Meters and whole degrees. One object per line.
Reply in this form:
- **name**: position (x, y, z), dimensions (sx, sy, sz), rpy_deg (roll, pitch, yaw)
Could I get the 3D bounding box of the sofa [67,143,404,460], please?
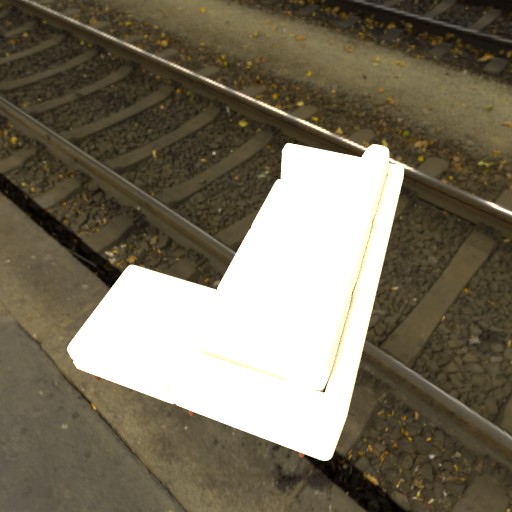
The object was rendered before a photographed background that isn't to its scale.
- **sofa**: position (0.000, 0.000, 2.936), dimensions (1.580, 0.899, 2.029), rpy_deg (15, 49, 14)
